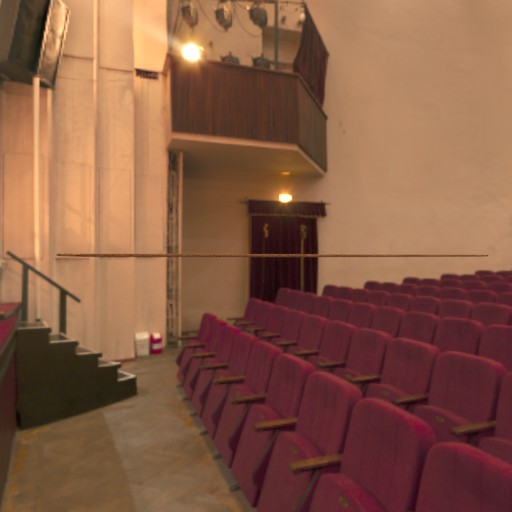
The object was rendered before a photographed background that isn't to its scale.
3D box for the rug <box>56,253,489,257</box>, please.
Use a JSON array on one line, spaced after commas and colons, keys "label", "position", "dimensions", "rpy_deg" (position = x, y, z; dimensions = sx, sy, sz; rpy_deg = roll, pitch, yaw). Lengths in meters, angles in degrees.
[{"label": "rug", "position": [0.000, 0.000, 2.253], "dimensions": [1.726, 0.009, 1.278], "rpy_deg": [0, 0, -18]}]
